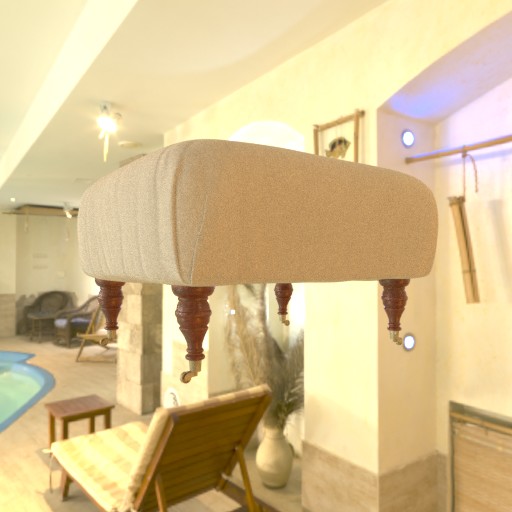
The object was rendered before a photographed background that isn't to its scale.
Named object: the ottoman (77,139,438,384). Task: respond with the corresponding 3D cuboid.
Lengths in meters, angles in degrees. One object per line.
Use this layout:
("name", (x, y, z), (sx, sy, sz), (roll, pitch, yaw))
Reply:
("ottoman", (0.000, 0.000, 1.115), (0.746, 0.450, 0.622), (1, -1, -37))
